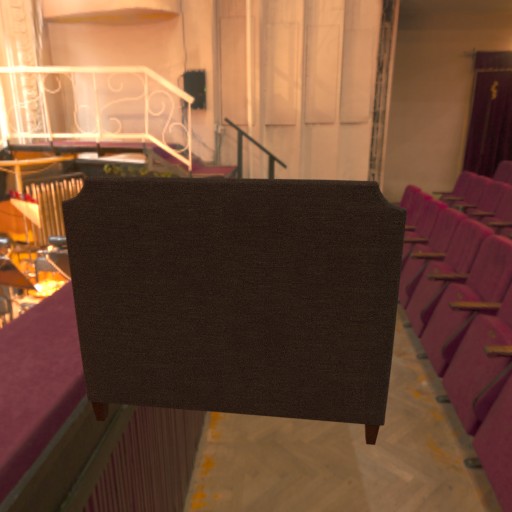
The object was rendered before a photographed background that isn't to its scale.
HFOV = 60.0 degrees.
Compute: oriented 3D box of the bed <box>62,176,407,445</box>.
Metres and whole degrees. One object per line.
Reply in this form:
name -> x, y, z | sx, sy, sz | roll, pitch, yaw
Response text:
bed -> 0.000, 0.000, 3.408 | 1.713, 1.443, 2.372 | 2, 17, 7
